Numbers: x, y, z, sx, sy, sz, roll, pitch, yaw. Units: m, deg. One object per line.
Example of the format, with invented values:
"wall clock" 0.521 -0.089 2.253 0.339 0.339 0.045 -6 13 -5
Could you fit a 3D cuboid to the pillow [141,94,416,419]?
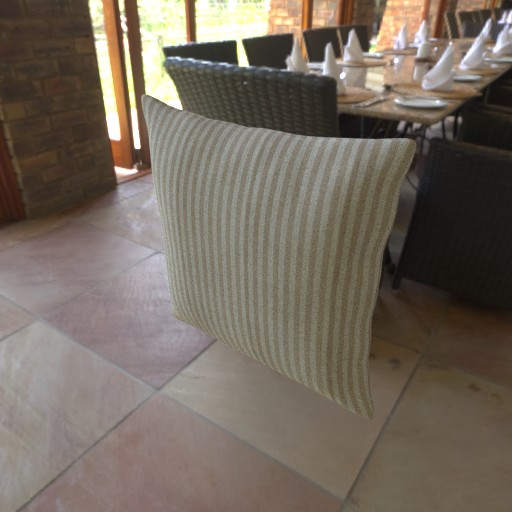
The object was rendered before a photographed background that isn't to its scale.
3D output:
"pillow" 0.000 0.000 0.809 0.523 0.510 0.166 21 36 32
